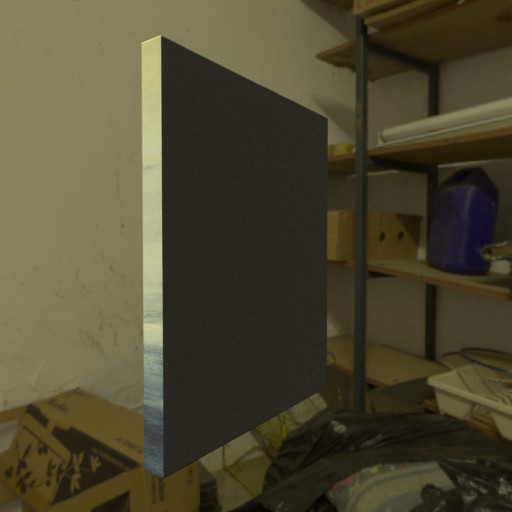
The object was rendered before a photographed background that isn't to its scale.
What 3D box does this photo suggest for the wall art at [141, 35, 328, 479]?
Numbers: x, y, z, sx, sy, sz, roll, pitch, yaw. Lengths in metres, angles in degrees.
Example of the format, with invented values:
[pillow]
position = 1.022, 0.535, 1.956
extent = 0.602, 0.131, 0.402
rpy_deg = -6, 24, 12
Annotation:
[wall art]
position = 0.000, 0.000, 0.816
extent = 0.040, 0.608, 0.489
rpy_deg = 1, 2, 36
